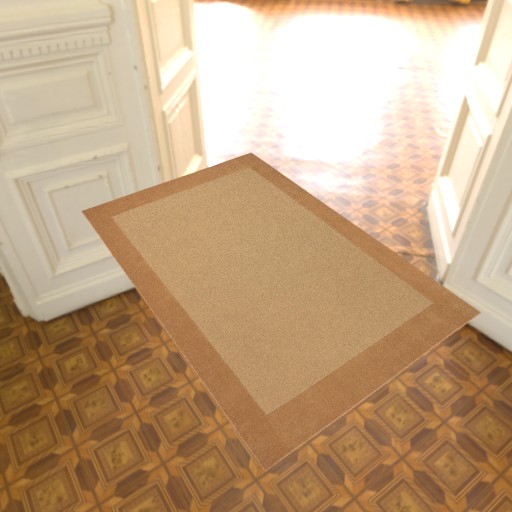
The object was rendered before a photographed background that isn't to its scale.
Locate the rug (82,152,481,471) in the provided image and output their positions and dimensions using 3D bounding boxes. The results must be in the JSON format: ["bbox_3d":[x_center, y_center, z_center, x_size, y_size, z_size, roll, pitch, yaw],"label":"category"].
[{"bbox_3d":[0.000,0.000,2.316,1.219,0.014,1.829,-25,47,-26],"label":"rug"}]
